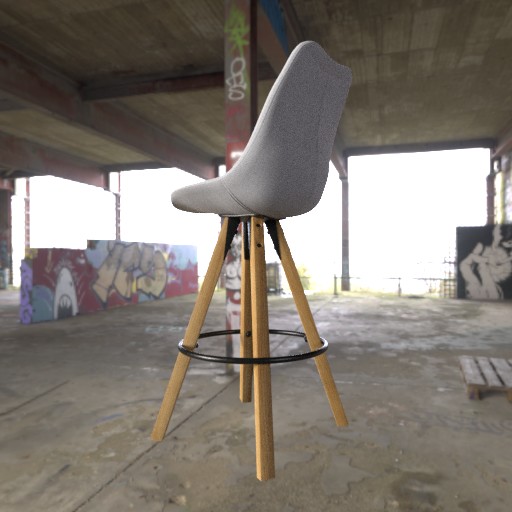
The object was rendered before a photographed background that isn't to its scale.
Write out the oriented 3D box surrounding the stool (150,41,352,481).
[{"bbox_3d":[0.000,0.000,1.394,0.550,1.115,0.484,0,0,37],"label":"stool"}]
